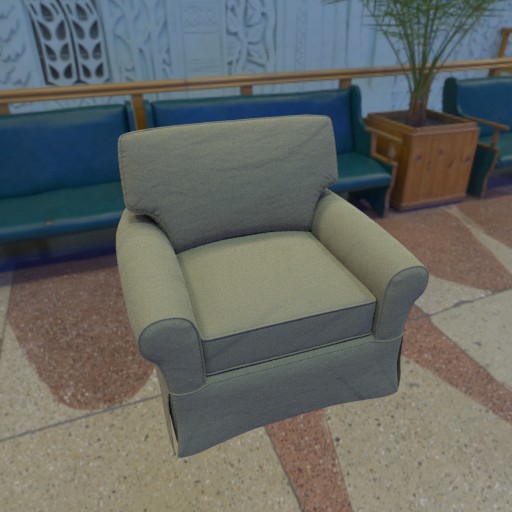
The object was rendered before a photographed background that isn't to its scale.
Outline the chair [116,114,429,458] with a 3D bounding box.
[{"bbox_3d":[0.000,0.000,1.914,1.135,1.017,0.988,-10,32,-17],"label":"chair"}]
